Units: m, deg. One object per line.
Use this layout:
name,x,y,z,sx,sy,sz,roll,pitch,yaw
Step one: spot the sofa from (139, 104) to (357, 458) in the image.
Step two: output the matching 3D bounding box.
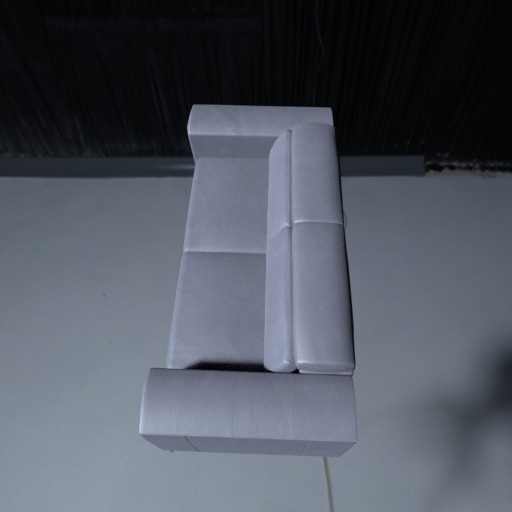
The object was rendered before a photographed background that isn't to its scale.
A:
sofa,0.000,0.000,2.866,1.048,0.814,2.330,2,58,1
